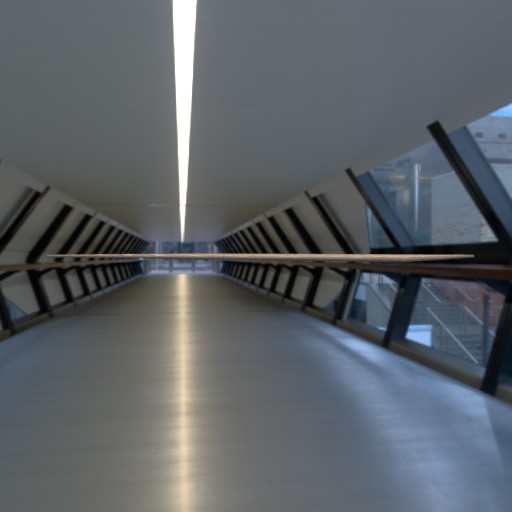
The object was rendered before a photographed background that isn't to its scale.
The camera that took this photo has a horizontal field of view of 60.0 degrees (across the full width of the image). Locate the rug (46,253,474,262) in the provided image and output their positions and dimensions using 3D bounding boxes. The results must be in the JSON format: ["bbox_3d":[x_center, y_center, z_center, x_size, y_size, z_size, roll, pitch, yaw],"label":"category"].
[{"bbox_3d":[0.000,0.000,2.051,1.677,0.011,1.066,0,1,35],"label":"rug"}]
